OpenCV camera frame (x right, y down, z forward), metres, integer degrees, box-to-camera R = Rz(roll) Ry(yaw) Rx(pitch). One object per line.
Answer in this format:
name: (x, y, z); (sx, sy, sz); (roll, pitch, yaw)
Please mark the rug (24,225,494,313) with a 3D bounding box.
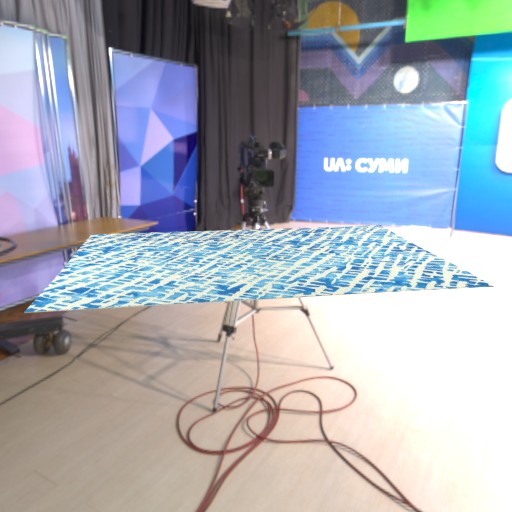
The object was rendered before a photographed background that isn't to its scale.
rug: (0.000, 0.000, 2.995); (2.447, 0.011, 1.520); (-2, 17, -8)
